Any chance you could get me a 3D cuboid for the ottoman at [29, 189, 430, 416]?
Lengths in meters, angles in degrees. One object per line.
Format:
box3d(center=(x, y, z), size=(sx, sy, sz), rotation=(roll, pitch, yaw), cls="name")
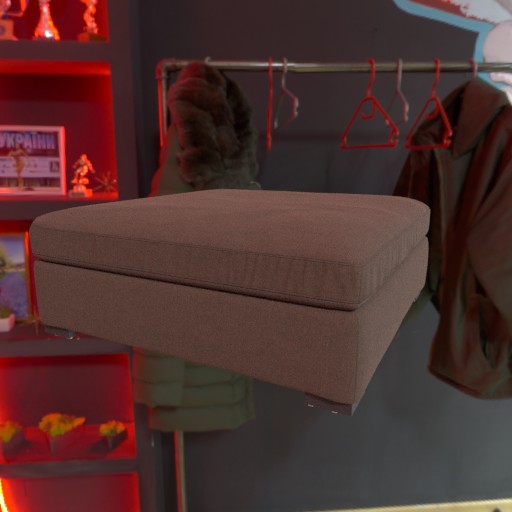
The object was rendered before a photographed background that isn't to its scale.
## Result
box3d(center=(0.000, 0.000, 1.777), size=(1.181, 0.470, 1.181), rotation=(7, 15, 27), cls="ottoman")
